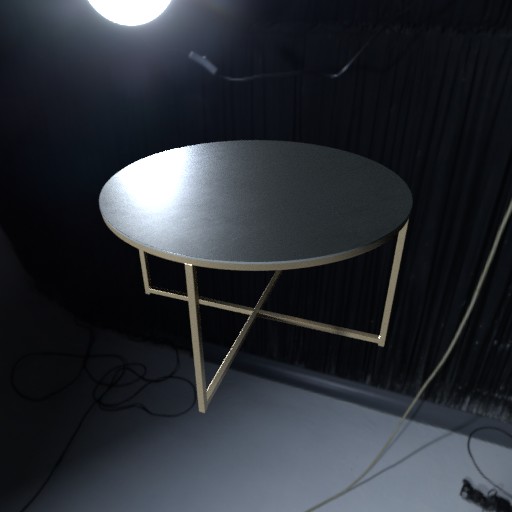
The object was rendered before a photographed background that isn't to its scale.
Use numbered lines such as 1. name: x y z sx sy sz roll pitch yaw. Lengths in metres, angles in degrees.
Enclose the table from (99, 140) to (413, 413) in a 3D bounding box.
1. table: 0.000 0.000 1.296 0.800 0.450 0.800 0 31 0
